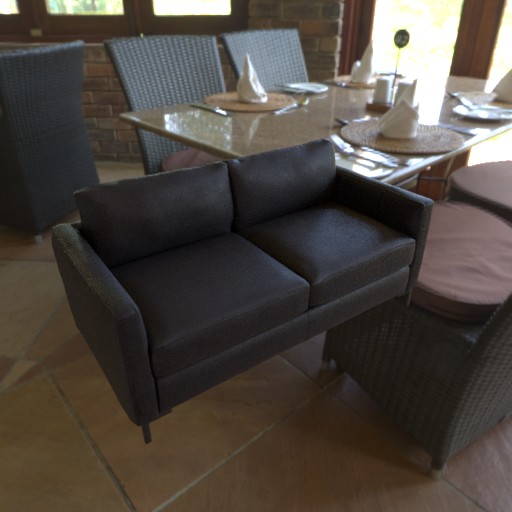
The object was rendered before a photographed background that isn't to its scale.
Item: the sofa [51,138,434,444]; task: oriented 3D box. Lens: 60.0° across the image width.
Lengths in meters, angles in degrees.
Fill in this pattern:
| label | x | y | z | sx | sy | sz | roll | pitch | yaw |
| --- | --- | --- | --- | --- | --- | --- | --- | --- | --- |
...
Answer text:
| label | x | y | z | sx | sy | sz | roll | pitch | yaw |
| --- | --- | --- | --- | --- | --- | --- | --- | --- | --- |
| sofa | 0.000 | 0.000 | 2.330 | 1.805 | 0.883 | 0.947 | -21 | 36 | -32 |
